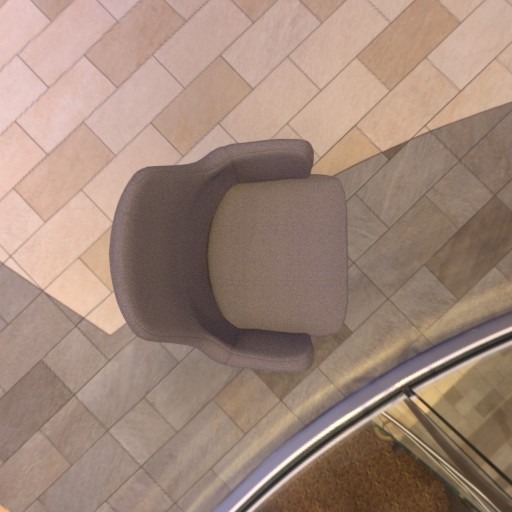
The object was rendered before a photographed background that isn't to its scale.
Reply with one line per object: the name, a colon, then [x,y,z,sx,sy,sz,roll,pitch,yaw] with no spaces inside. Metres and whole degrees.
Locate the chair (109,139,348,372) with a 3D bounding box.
chair: [0.000,0.000,1.273,0.600,0.820,0.655,0,89,2]
